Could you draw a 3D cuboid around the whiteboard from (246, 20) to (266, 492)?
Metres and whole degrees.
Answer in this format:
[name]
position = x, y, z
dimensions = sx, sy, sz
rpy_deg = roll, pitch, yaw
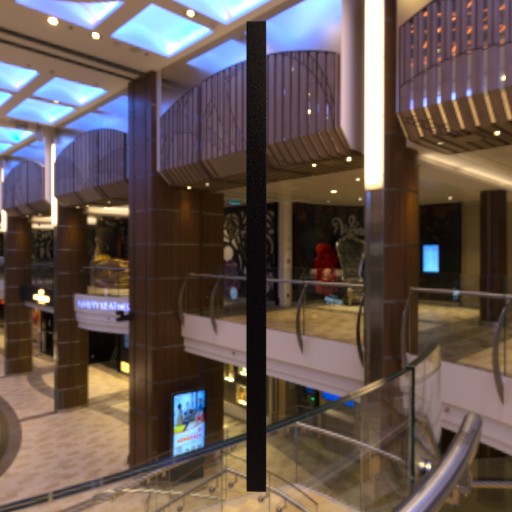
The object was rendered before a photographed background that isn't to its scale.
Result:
[whiteboard]
position = 0.000, 0.000, 0.776
dimensions = 0.026, 0.611, 0.406
rpy_deg = 0, 0, 0
